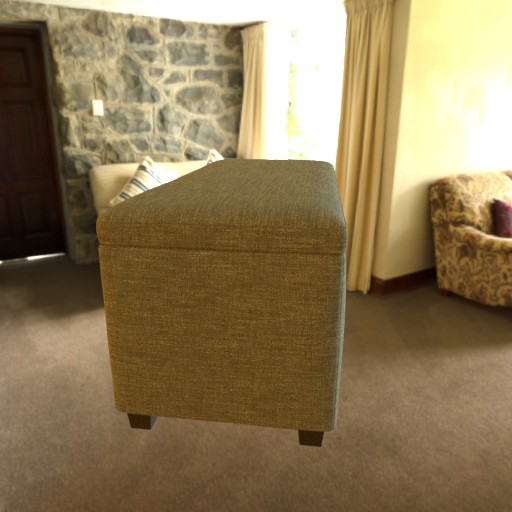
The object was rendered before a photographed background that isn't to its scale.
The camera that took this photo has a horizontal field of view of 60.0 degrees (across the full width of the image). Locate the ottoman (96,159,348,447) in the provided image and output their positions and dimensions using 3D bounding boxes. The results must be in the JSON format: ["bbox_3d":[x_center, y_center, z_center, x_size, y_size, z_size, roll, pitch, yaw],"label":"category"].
[{"bbox_3d":[0.000,0.000,1.142,0.419,0.432,0.902,2,18,8],"label":"ottoman"}]
